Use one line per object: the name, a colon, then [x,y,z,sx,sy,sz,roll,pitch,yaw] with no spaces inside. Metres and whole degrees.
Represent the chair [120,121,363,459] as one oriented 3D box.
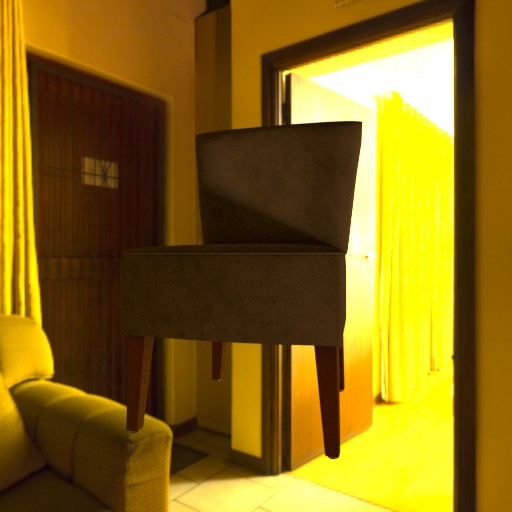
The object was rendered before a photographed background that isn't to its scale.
chair: [0.000,0.000,1.158,0.521,0.806,0.554,0,0,16]
